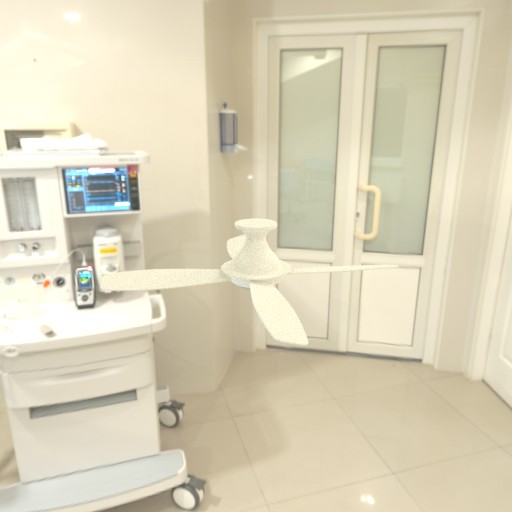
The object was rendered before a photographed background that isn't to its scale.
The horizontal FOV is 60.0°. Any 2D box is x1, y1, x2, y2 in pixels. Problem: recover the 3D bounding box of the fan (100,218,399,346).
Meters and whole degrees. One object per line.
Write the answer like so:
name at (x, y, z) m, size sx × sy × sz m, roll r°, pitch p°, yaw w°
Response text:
fan at (0.000, 0.000, 2.495) m, size 1.693 × 0.382 × 1.694 m, roll -3°, pitch 17°, yaw -9°
